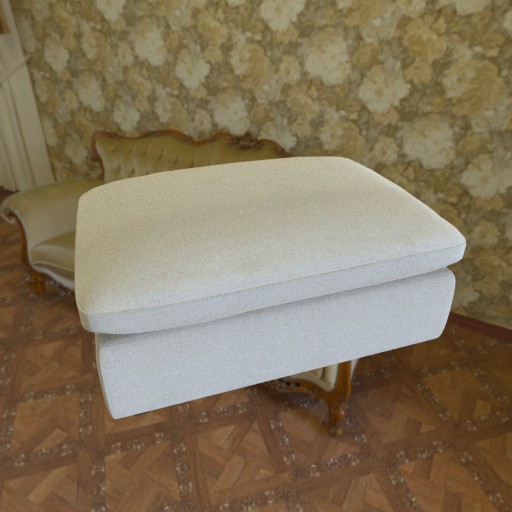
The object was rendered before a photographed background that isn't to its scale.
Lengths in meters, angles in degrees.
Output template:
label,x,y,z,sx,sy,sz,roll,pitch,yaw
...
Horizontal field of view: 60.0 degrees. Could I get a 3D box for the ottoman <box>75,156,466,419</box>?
label,x,y,z,sx,sy,sz,roll,pitch,yaw
ottoman,0.000,0.000,1.354,0.984,0.453,0.686,-10,33,-15
